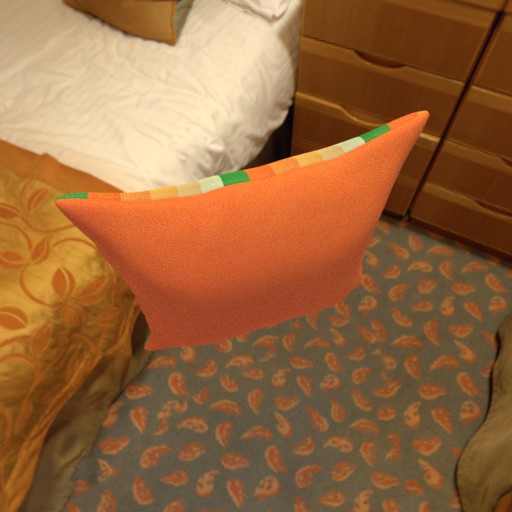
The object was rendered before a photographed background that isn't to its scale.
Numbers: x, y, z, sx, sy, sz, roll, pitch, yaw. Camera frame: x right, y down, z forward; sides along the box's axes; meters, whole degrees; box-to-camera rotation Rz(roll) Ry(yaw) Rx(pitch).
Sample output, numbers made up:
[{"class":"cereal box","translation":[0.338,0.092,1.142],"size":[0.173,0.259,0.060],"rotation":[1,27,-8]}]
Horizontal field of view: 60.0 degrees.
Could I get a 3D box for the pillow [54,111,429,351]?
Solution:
[{"class":"pillow","translation":[0.000,0.000,0.695],"size":[0.453,0.444,0.169],"rotation":[-16,59,-10]}]
